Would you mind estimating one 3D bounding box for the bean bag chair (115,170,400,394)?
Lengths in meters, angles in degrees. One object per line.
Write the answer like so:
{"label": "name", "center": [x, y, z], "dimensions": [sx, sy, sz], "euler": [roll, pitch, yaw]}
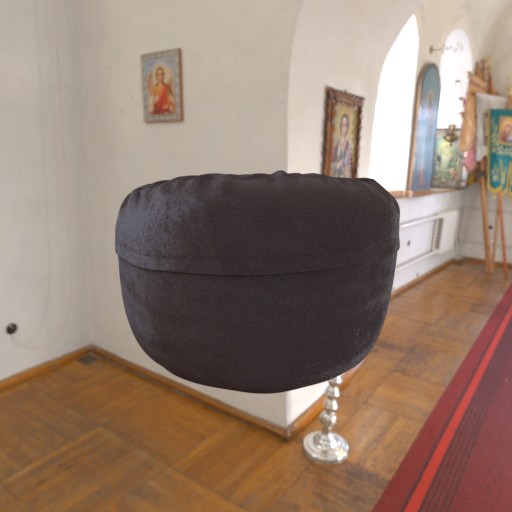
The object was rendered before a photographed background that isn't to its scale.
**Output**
{"label": "bean bag chair", "center": [0.000, 0.000, 2.055], "dimensions": [1.245, 0.821, 1.245], "euler": [0, 14, 0]}
